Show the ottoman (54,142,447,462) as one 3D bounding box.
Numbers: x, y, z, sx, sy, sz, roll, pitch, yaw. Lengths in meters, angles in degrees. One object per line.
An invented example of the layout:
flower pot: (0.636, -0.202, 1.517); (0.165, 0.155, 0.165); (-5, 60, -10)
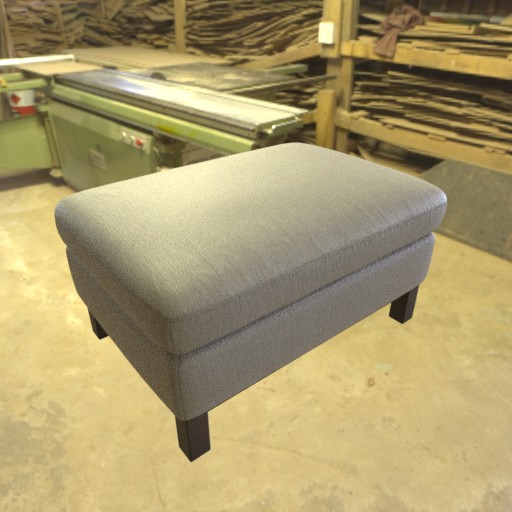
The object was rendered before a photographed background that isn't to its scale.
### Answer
ottoman: (0.000, 0.000, 1.029); (0.735, 0.404, 0.528); (-22, 36, -33)
